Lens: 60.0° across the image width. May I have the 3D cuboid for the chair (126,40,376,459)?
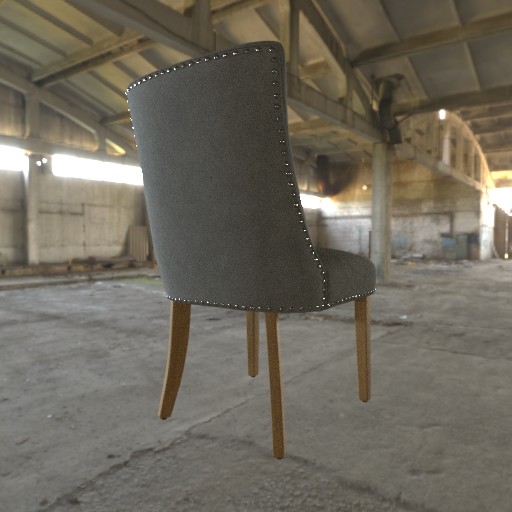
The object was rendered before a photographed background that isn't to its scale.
[{"bbox_3d":[0.000,0.000,1.242,0.495,0.902,0.610,1,2,36],"label":"chair"}]
